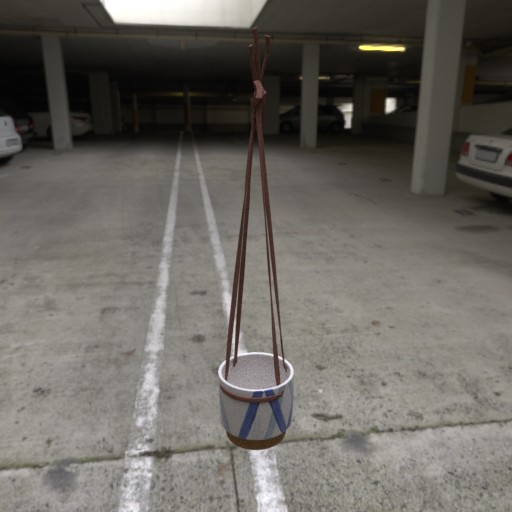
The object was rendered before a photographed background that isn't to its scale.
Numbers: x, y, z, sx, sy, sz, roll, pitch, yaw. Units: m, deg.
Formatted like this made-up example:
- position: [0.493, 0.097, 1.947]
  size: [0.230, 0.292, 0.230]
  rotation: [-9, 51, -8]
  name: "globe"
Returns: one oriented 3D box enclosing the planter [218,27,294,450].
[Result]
- position: [0.000, 0.000, 0.825]
  size: [0.153, 0.753, 0.157]
  rotation: [-2, 16, -9]
  name: "planter"
